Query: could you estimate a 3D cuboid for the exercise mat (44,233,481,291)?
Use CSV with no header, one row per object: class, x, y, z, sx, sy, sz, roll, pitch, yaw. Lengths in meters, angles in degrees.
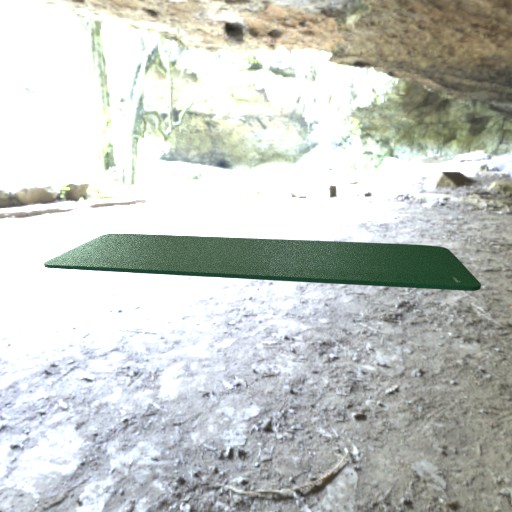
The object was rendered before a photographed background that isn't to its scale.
exercise mat,0.000,0.000,2.110,1.869,0.021,0.616,3,16,9
